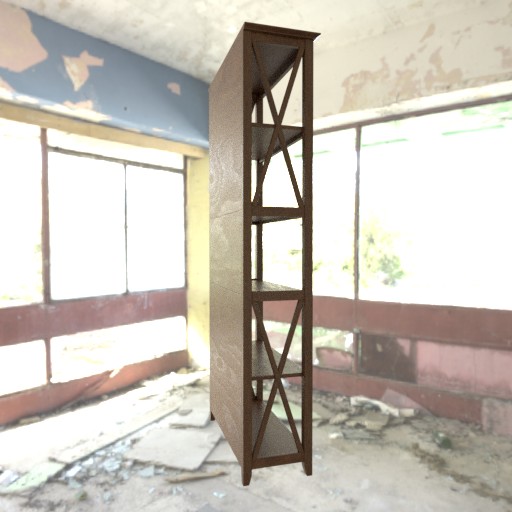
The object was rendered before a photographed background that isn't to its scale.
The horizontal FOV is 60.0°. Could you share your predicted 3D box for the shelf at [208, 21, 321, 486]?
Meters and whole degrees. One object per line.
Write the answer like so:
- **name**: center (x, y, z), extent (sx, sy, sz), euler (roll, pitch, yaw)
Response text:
- **shelf**: center (0.000, 0.000, 2.235), extent (0.335, 1.905, 0.805), euler (0, 1, -17)
